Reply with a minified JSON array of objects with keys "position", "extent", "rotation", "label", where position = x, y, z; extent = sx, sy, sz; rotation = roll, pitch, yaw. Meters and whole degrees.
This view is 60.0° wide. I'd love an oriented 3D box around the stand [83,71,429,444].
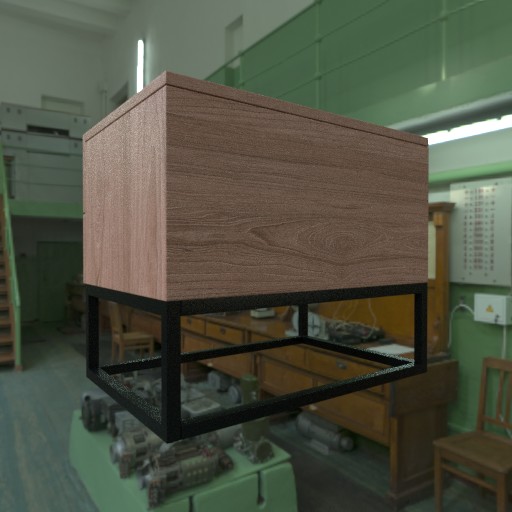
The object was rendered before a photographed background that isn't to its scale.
[{"position":[0.000,0.000,0.935],"extent":[0.600,0.500,0.420],"rotation":[-1,1,-36],"label":"stand"}]
